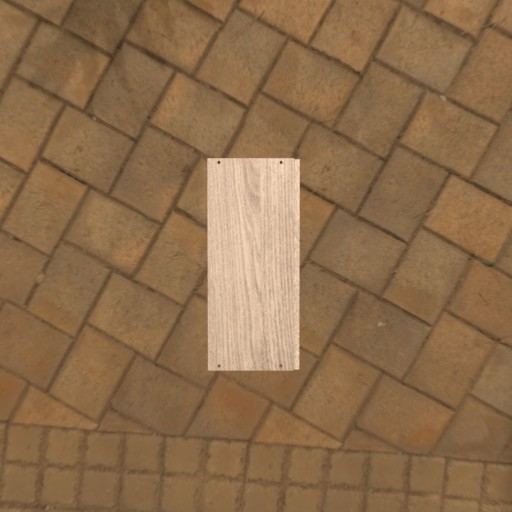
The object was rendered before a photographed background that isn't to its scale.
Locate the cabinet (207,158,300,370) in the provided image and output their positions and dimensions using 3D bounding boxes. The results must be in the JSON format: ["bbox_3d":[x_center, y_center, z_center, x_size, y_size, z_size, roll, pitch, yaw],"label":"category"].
[{"bbox_3d":[0.000,0.000,1.938,0.230,1.790,0.500,0,91,0],"label":"cabinet"}]
